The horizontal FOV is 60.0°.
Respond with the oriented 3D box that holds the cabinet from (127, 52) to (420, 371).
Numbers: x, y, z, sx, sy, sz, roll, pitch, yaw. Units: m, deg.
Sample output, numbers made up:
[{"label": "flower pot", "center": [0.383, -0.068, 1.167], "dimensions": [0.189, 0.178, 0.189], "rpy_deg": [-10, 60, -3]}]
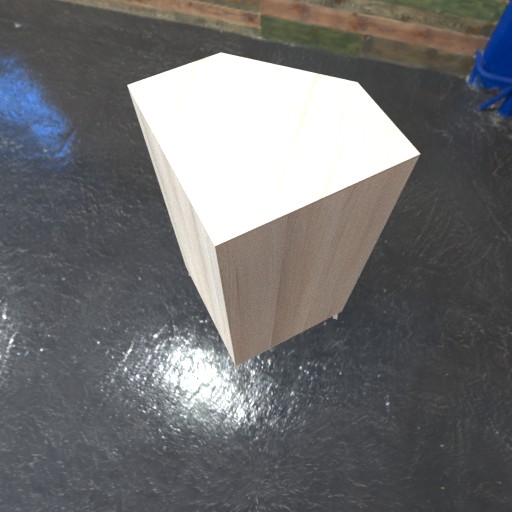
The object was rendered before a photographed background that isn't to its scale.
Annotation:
[{"label": "cabinet", "center": [0.000, 0.000, 2.650], "dimensions": [1.272, 1.957, 0.969], "rpy_deg": [16, 64, 8]}]
